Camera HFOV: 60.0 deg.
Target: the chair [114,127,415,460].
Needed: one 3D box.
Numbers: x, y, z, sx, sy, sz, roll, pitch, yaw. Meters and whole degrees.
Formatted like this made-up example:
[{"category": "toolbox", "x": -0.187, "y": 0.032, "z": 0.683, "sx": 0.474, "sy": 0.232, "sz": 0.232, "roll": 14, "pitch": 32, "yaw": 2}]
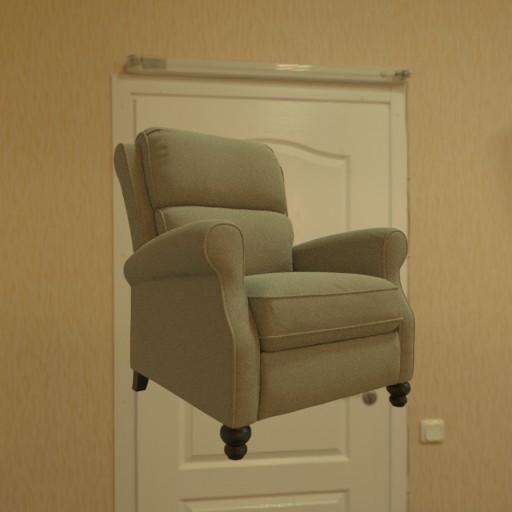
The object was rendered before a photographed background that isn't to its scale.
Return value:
[{"category": "chair", "x": 0.000, "y": 0.000, "z": 1.672, "sx": 0.859, "sy": 1.046, "sz": 0.919, "roll": 0, "pitch": 1, "yaw": -35}]
